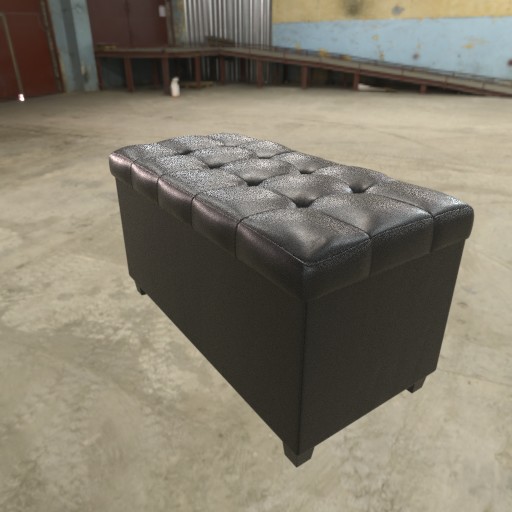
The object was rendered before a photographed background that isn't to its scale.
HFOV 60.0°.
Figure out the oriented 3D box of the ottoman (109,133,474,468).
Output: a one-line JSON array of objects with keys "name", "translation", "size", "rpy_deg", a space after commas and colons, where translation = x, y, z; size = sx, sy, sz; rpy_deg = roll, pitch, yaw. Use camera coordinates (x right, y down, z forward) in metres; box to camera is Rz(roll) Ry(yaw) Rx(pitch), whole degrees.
[{"name": "ottoman", "translation": [0.000, 0.000, 1.101], "size": [0.432, 0.470, 0.838], "rpy_deg": [-17, 31, -31]}]
